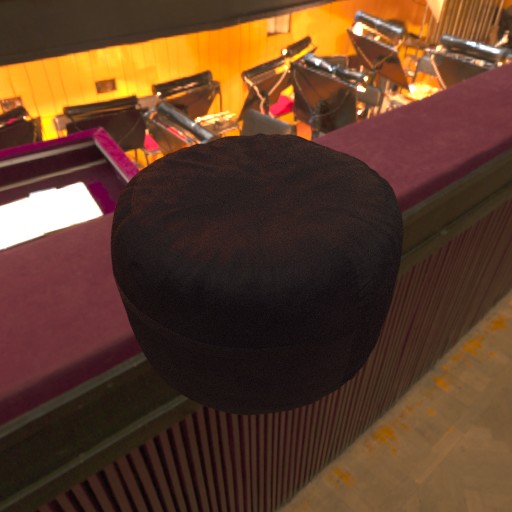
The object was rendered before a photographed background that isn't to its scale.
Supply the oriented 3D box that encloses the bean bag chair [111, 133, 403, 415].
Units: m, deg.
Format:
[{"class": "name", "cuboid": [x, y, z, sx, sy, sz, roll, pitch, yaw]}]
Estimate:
[{"class": "bean bag chair", "cuboid": [0.000, 0.000, 1.991, 1.219, 0.762, 1.219, 0, 40, 0]}]
